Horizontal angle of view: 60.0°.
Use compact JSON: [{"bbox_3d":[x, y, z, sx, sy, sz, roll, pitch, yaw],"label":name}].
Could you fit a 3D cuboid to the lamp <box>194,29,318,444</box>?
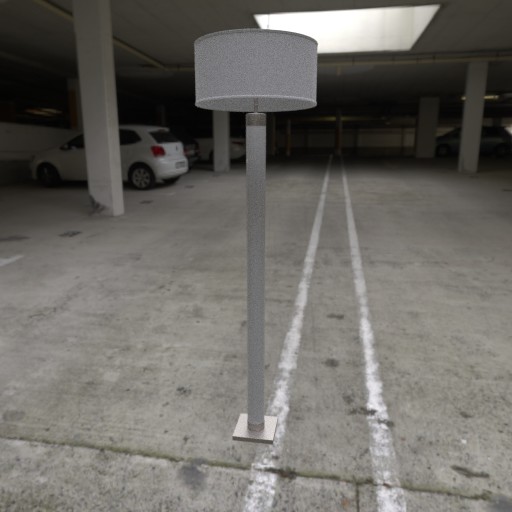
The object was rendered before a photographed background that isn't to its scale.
[{"bbox_3d":[0.000,0.000,1.662,0.420,1.475,0.420,2,13,9],"label":"lamp"}]
